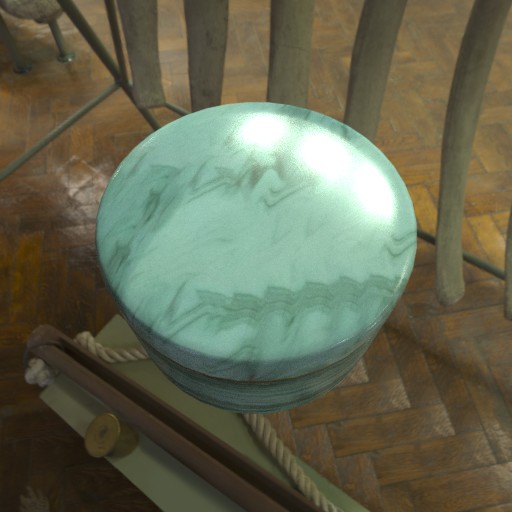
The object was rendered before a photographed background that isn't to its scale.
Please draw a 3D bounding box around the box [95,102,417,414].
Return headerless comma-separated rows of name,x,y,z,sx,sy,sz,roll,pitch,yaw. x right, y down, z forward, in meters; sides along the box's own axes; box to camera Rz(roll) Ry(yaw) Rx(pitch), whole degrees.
box,0.000,0.000,0.164,0.101,0.063,0.101,0,59,0
